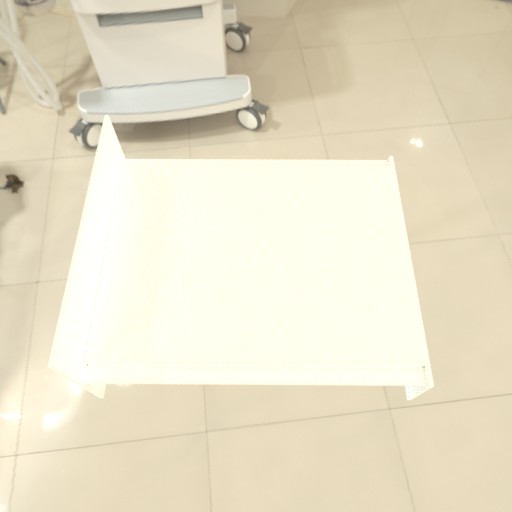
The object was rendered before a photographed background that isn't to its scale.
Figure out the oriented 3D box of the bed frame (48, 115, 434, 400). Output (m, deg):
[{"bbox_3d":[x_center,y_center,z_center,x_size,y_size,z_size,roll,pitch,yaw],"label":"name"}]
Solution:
[{"bbox_3d":[0.000,0.000,2.824,1.960,0.800,1.622,0,62,0],"label":"bed frame"}]
